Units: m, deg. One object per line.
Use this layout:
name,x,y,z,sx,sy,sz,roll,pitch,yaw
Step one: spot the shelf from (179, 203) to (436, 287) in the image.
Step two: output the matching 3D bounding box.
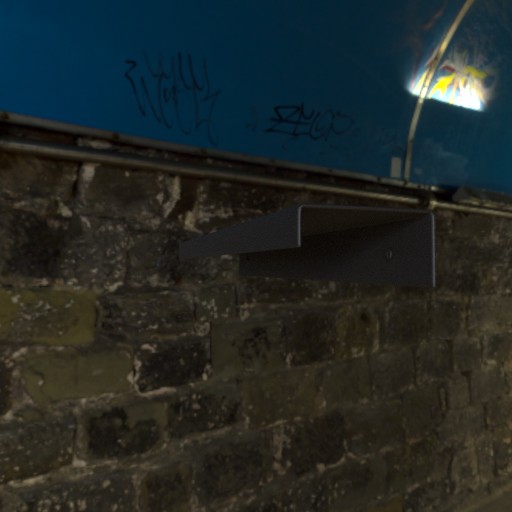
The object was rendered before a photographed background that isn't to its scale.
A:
shelf,0.000,0.000,0.497,0.102,0.053,0.456,1,-2,-19
